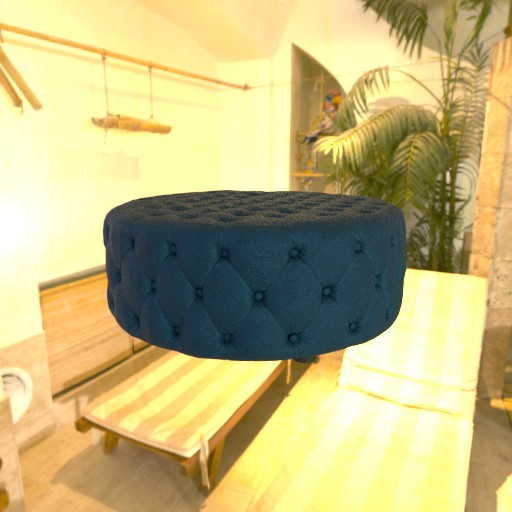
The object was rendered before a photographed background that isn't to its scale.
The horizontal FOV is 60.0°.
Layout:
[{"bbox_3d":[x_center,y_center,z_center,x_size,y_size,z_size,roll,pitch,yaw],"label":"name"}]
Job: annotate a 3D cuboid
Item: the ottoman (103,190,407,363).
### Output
[{"bbox_3d":[0.000,0.000,1.536,0.998,0.398,0.998,0,13,0],"label":"ottoman"}]
